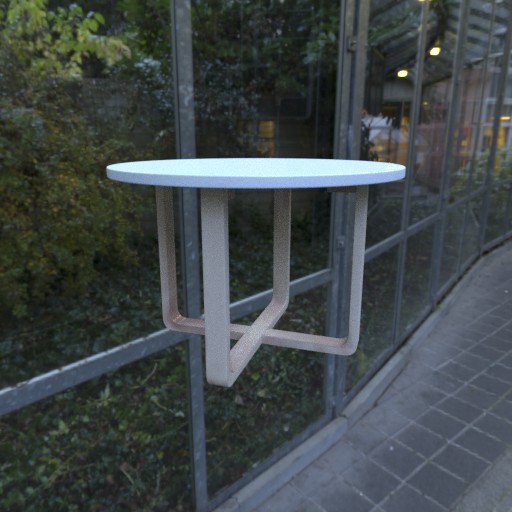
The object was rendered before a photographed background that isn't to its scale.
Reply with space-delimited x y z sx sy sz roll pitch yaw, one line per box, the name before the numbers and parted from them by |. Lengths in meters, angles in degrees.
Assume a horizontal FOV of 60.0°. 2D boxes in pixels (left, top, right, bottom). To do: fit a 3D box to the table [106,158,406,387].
table | 0.000 0.000 0.986 0.600 0.400 0.600 0 15 0
